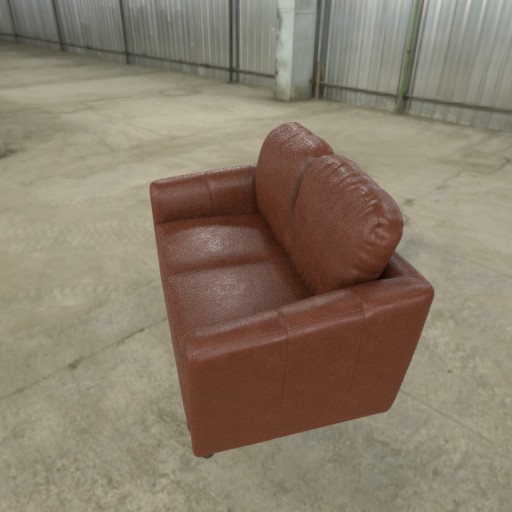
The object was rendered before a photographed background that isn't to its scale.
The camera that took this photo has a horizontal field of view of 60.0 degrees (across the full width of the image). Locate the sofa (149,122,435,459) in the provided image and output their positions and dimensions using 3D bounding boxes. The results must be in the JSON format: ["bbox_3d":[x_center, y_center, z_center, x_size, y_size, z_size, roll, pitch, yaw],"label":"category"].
[{"bbox_3d":[0.000,0.000,1.917,0.805,0.906,1.406,-8,31,-14],"label":"sofa"}]
